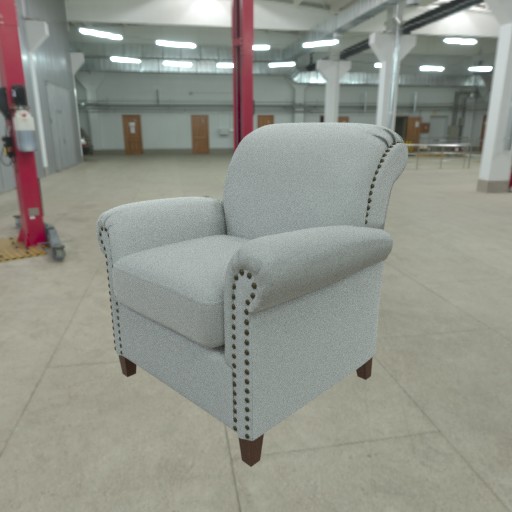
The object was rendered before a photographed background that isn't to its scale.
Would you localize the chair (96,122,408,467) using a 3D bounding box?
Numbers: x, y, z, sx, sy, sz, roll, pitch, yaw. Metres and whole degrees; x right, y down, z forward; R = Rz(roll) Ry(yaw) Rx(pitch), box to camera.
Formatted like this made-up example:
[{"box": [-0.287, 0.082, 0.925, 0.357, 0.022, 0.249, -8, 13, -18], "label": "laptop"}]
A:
[{"box": [0.000, 0.000, 1.602, 0.854, 0.927, 0.890, 15, 22, 42], "label": "chair"}]
